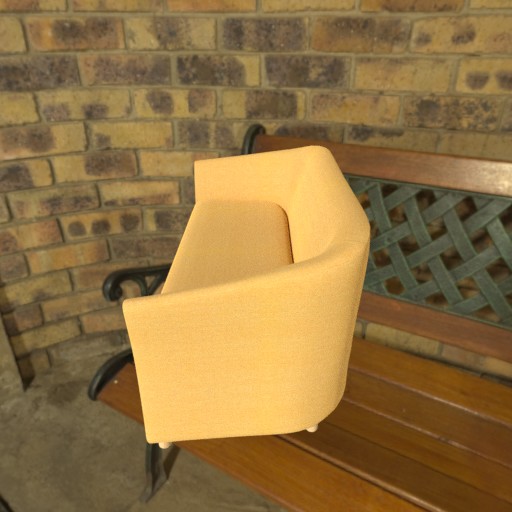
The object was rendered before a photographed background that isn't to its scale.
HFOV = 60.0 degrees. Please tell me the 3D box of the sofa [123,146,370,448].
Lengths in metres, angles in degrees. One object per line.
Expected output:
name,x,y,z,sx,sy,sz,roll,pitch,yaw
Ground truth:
sofa,0.000,0.000,1.895,0.705,0.721,1.452,0,27,1
